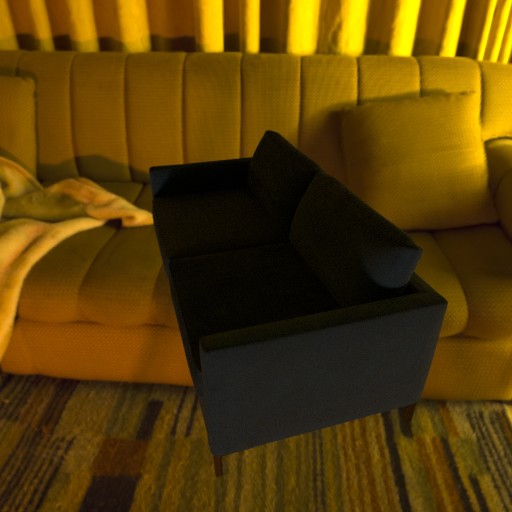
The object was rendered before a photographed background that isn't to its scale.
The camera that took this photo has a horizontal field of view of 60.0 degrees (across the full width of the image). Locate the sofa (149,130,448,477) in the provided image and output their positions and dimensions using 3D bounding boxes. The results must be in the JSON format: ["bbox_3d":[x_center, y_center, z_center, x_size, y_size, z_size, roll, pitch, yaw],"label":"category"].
[{"bbox_3d":[0.000,0.000,2.166,0.875,0.817,1.676,-9,32,-15],"label":"sofa"}]
